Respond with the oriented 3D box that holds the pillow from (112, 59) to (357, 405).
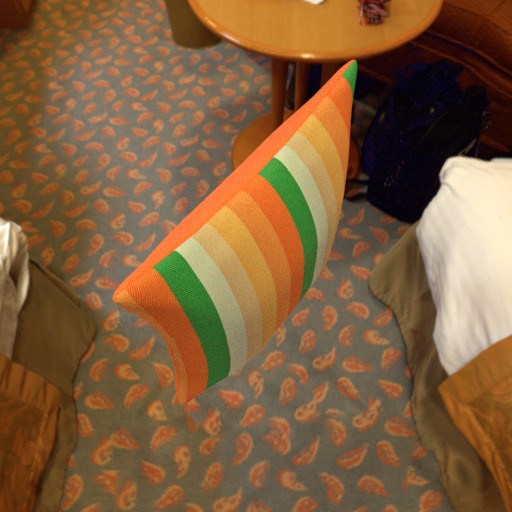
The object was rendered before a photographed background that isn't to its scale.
[{"bbox_3d":[0.000,0.000,0.703,0.169,0.444,0.453,33,64,18],"label":"pillow"}]
